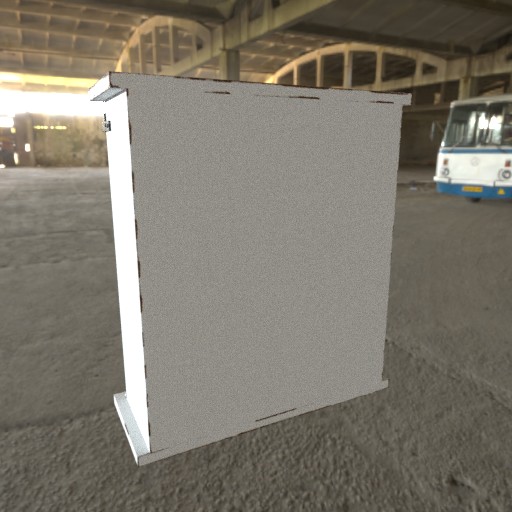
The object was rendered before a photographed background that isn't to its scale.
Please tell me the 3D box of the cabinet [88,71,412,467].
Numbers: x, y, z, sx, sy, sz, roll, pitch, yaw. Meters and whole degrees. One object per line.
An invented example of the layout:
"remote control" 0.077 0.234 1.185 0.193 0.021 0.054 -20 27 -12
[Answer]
"cabinet" 0.000 0.000 0.861 0.541 0.603 0.210 -7 15 -26
